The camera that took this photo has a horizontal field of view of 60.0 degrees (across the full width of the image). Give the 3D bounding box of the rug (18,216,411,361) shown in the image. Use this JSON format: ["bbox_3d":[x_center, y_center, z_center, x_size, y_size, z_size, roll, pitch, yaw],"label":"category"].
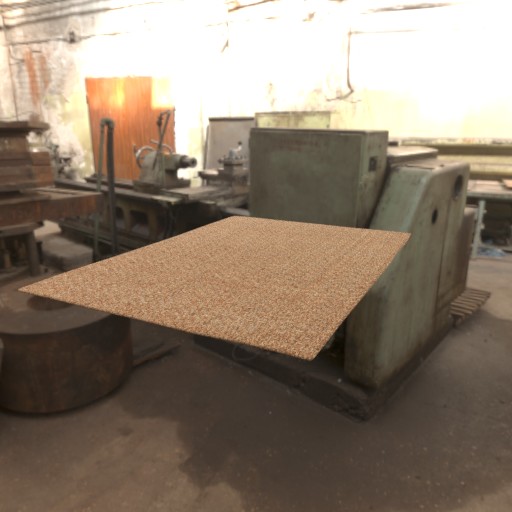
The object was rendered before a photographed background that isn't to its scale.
[{"bbox_3d":[0.000,0.000,2.752,1.566,0.013,2.141,8,18,26],"label":"rug"}]
